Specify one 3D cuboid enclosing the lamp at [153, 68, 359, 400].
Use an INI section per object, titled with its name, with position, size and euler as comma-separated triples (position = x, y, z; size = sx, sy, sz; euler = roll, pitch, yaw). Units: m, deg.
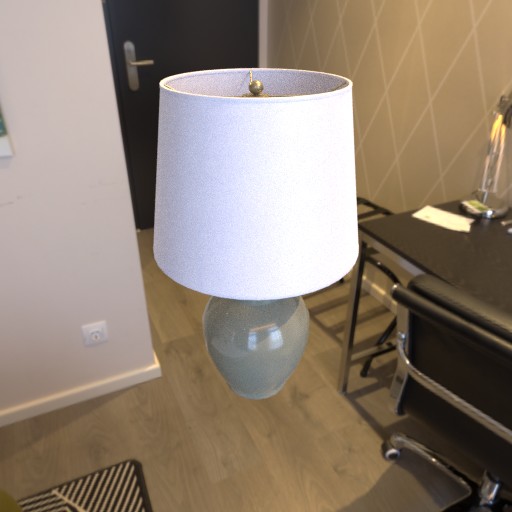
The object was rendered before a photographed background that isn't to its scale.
[lamp]
position = 0.000, 0.000, 0.537
size = 0.239, 0.399, 0.239
euler = 0, 30, 0
